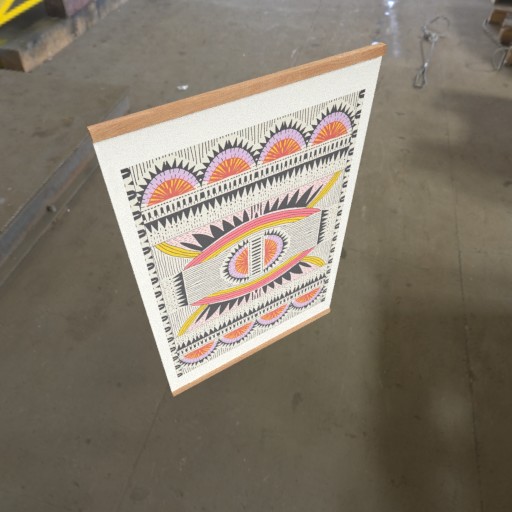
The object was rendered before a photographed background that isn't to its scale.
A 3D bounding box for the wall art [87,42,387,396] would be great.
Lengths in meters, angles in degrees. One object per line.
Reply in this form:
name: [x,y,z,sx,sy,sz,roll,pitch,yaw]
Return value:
wall art: [0.000,0.000,1.870,0.999,1.533,0.028,-24,52,-20]
